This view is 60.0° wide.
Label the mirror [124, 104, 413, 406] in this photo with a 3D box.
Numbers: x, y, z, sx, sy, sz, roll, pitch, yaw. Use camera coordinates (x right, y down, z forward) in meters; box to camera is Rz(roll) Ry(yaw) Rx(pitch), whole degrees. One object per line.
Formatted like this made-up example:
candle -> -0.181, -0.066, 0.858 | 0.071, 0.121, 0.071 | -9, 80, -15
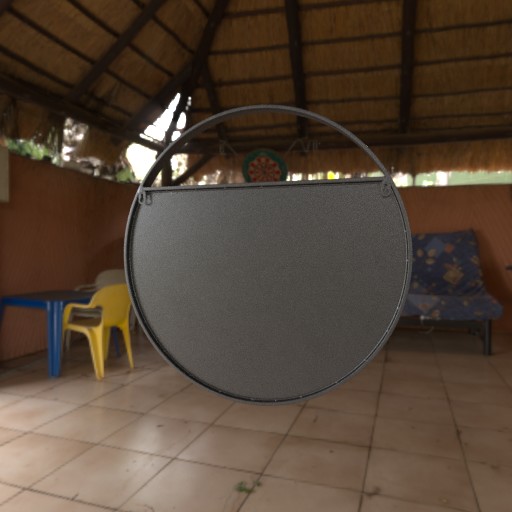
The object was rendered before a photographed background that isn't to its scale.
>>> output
mirror -> 0.000, 0.000, 0.850 | 0.565, 0.565, 0.032 | 0, 1, 17
